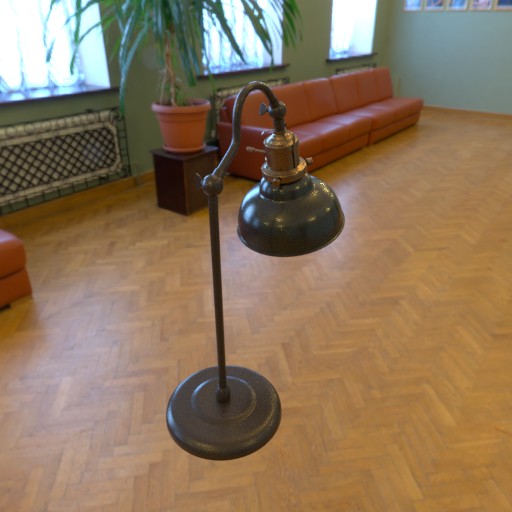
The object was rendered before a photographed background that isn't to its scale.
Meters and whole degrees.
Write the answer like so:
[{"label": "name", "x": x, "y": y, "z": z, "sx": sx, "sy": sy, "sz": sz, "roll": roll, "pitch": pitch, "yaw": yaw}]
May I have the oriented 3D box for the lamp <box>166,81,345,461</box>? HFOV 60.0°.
[{"label": "lamp", "x": 0.000, "y": 0.000, "z": 0.689, "sx": 0.192, "sy": 0.508, "sz": 0.374, "roll": 19, "pitch": 33, "yaw": 31}]
